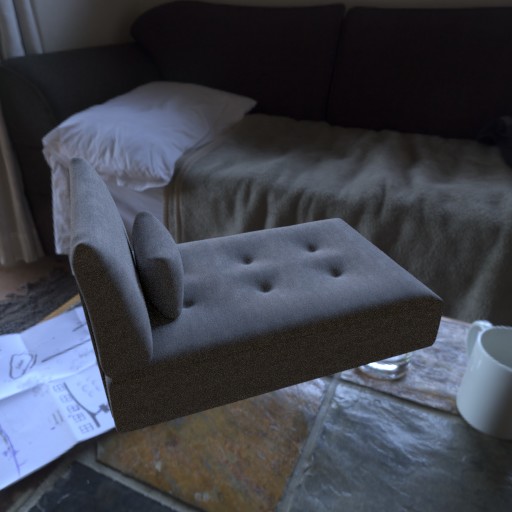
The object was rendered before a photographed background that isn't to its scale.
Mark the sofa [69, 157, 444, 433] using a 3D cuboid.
[{"bbox_3d":[0.000,0.000,1.999,1.450,0.820,0.930,-10,32,-17],"label":"sofa"}]
